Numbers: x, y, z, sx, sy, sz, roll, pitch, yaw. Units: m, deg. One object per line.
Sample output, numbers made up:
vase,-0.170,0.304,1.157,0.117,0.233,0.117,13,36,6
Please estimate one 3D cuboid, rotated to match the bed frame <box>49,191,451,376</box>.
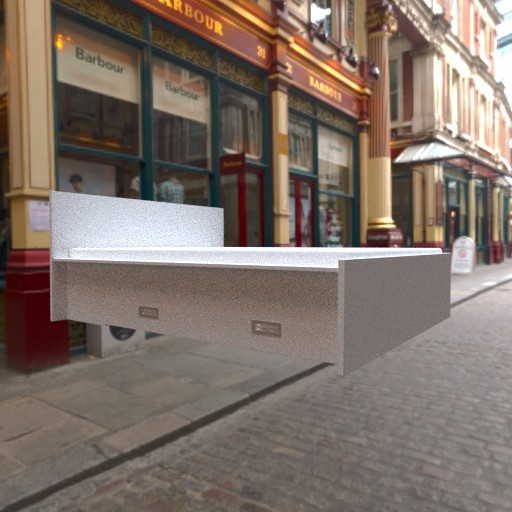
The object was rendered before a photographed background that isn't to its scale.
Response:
bed frame,0.000,0.000,2.808,1.960,0.800,1.622,1,2,36
